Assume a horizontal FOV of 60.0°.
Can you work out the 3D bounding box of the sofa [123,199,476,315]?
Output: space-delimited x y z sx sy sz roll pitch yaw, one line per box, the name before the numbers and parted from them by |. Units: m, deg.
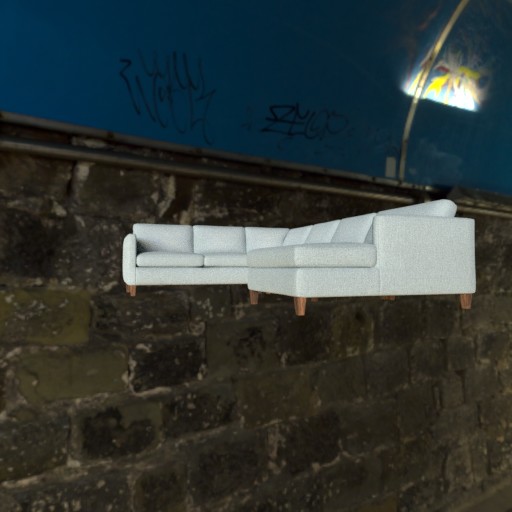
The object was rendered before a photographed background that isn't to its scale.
sofa | 0.000 0.000 4.657 2.551 0.889 3.403 0 -1 -19
